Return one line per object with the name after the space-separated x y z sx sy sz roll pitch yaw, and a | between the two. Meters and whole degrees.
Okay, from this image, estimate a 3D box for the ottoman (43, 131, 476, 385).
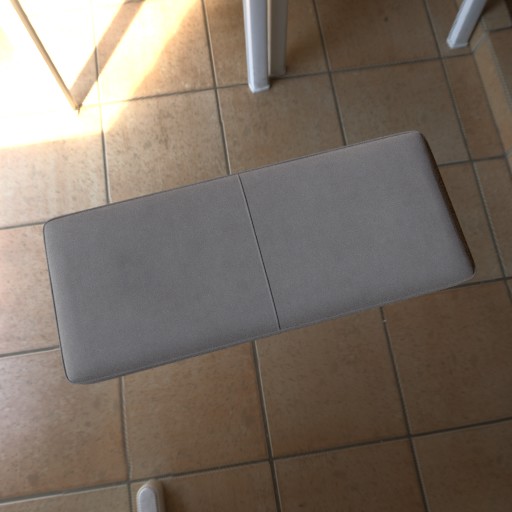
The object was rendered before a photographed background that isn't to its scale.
0.000 0.000 2.005 1.726 0.460 0.735 -14 77 -3 | ottoman
